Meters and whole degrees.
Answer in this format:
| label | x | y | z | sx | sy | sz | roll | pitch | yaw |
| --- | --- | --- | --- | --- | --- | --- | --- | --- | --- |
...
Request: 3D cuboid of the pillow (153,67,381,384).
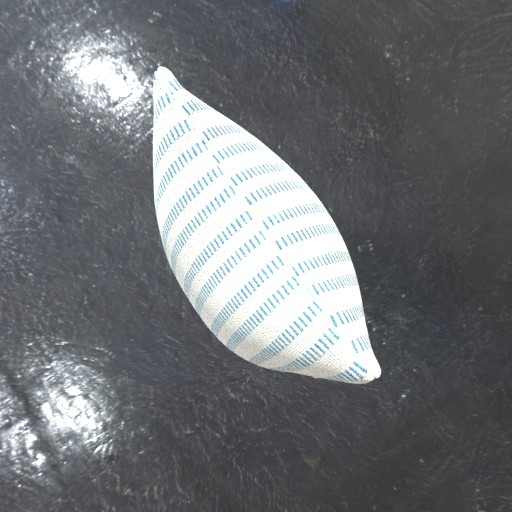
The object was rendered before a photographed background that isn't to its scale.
| label | x | y | z | sx | sy | sz | roll | pitch | yaw |
| --- | --- | --- | --- | --- | --- | --- | --- | --- | --- |
| pillow | 0.000 | 0.000 | 0.684 | 0.247 | 0.419 | 0.438 | -33 | 78 | -8 |
